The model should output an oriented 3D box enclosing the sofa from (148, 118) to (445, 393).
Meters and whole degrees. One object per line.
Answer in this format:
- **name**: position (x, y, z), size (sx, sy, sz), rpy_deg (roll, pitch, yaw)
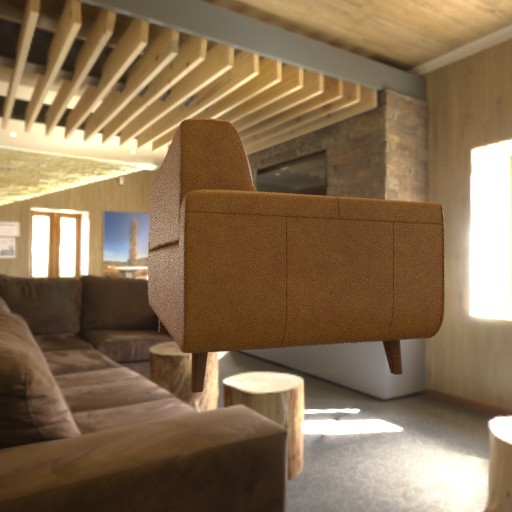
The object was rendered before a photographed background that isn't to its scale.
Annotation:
- **sofa**: position (0.000, 0.000, 2.220), size (0.952, 0.925, 1.651), rpy_deg (0, -1, -17)
